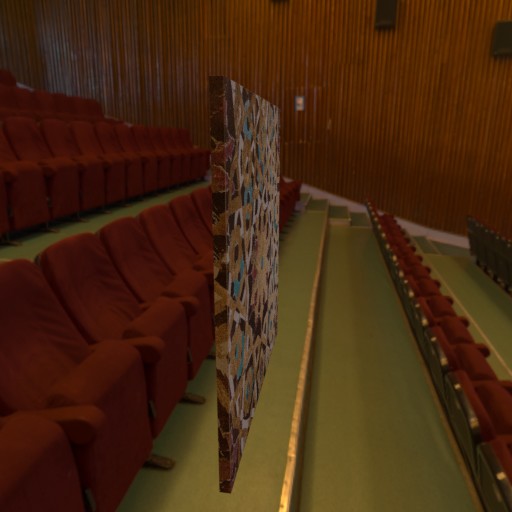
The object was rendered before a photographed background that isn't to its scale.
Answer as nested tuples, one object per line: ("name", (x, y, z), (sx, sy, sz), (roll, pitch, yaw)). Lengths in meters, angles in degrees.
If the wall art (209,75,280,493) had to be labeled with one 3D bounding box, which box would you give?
("wall art", (0.000, 0.000, 1.131), (0.028, 0.762, 0.757), (2, 15, 9))
